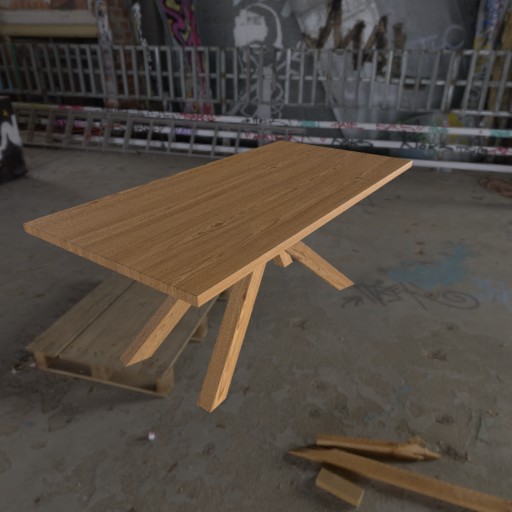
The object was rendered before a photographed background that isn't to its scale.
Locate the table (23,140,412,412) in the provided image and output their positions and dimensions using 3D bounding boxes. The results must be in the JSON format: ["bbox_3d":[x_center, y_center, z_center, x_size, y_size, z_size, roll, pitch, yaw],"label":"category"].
[{"bbox_3d":[0.000,0.000,2.278,0.901,0.750,1.797,18,32,32],"label":"table"}]
